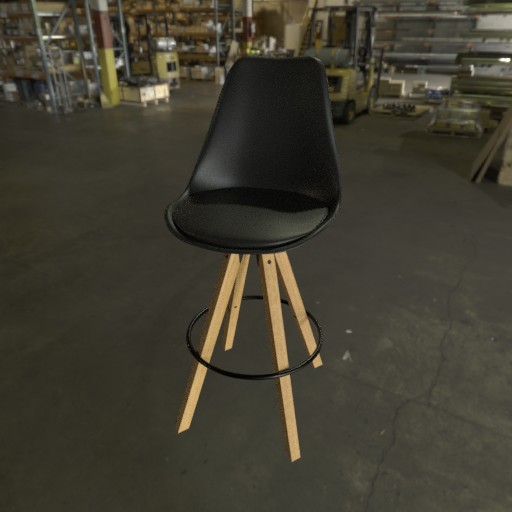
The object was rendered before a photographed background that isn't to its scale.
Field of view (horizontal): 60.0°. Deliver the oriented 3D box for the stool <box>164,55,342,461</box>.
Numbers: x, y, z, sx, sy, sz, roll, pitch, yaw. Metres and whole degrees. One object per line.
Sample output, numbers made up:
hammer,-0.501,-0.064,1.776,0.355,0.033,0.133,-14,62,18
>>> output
stool,0.000,0.000,1.380,0.485,1.115,0.550,8,28,15
